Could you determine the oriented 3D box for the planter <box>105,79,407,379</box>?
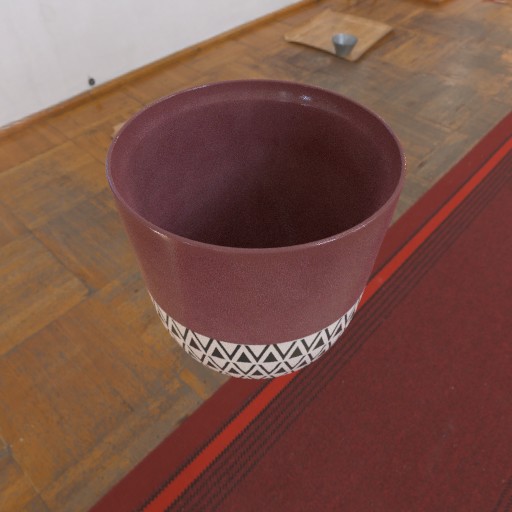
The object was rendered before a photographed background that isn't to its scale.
[{"bbox_3d":[0.000,0.000,0.371,0.195,0.214,0.195,0,47,0],"label":"planter"}]
